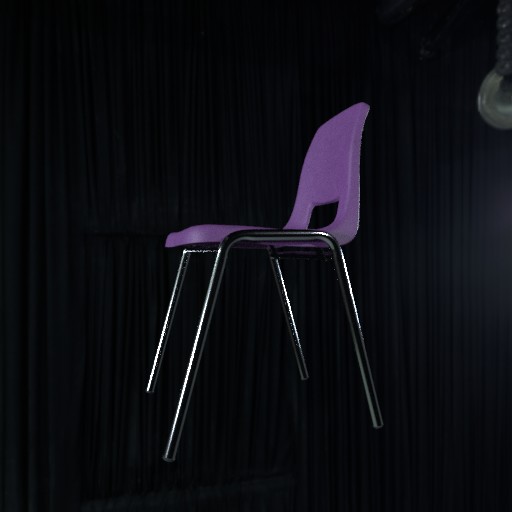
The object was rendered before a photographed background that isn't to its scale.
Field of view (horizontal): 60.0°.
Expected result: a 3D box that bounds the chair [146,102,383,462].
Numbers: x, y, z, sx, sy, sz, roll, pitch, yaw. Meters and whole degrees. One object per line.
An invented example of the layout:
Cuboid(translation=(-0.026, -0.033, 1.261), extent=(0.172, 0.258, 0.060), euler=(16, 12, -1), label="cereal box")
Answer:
Cuboid(translation=(0.000, 0.000, 0.944), extent=(0.432, 0.654, 0.381), euler=(0, 0, -18), label="chair")
